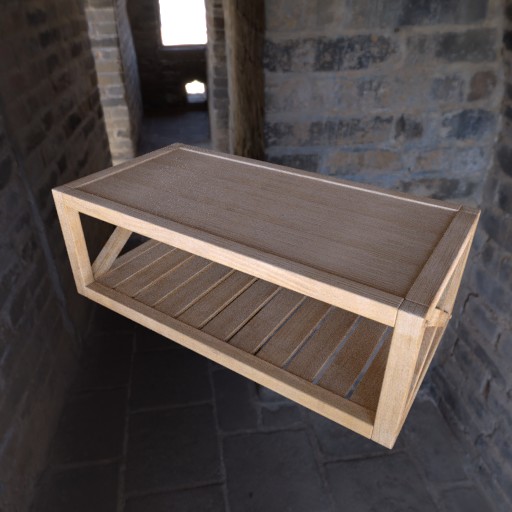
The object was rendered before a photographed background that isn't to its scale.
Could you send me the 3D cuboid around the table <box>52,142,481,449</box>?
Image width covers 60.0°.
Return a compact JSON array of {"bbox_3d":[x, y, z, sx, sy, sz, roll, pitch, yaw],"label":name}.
[{"bbox_3d":[0.000,0.000,1.621,1.321,0.457,0.660,19,36,28],"label":"table"}]
